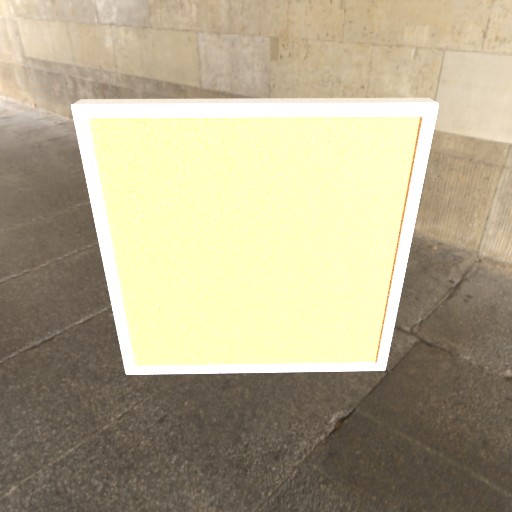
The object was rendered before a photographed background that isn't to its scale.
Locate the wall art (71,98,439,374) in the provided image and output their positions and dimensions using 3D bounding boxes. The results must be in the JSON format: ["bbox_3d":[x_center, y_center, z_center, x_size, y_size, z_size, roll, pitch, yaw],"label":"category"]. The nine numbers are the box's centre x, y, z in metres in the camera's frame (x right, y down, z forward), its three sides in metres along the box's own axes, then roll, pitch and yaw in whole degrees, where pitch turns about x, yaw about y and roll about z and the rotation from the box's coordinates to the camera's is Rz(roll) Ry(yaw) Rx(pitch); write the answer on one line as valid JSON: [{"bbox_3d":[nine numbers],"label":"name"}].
[{"bbox_3d":[0.000,0.000,0.755,0.508,0.508,0.038,-1,30,-1],"label":"wall art"}]
